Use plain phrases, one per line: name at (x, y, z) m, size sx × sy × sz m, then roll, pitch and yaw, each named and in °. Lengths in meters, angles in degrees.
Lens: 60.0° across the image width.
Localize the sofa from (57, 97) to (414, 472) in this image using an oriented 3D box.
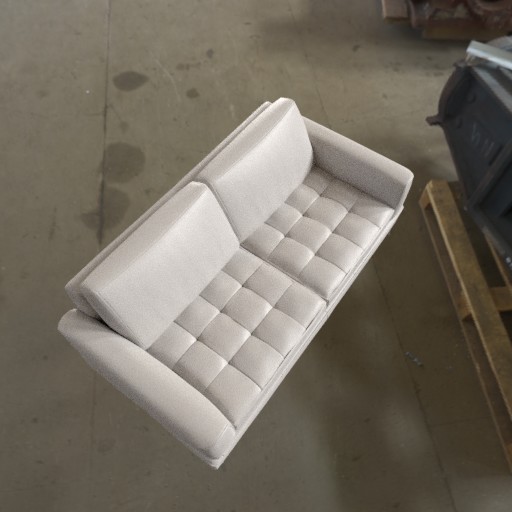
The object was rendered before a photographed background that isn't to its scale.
sofa at (0.000, 0.000, 2.751) m, size 1.121 × 0.930 × 2.177 m, roll 33°, pitch 64°, yaw 18°
